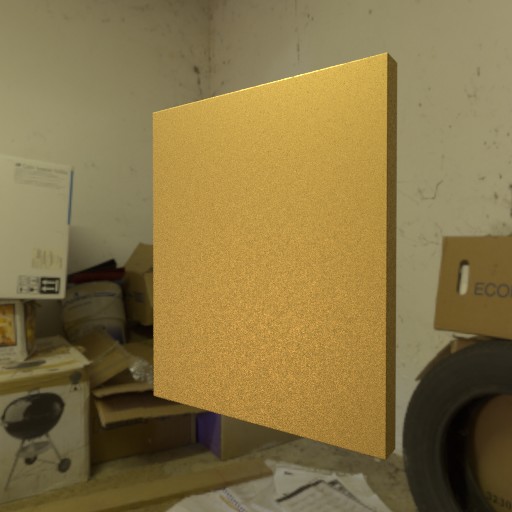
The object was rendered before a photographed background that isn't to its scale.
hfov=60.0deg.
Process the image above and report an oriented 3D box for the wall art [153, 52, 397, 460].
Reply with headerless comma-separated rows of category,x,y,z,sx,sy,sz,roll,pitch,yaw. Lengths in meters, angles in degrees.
wall art,0.000,0.000,0.871,0.537,0.642,0.048,1,1,35
